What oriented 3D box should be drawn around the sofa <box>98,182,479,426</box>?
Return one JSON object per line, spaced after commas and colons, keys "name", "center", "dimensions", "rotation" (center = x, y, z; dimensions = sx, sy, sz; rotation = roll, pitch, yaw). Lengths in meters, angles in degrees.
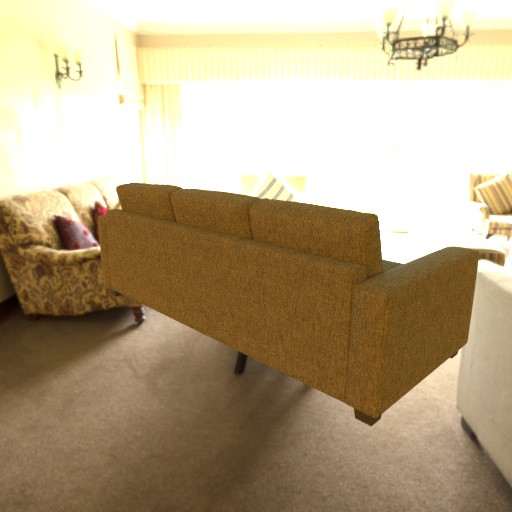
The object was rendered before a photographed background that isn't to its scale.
{"name": "sofa", "center": [0.000, 0.000, 2.581], "dimensions": [0.900, 0.800, 2.160], "rotation": [-15, 21, -43]}
